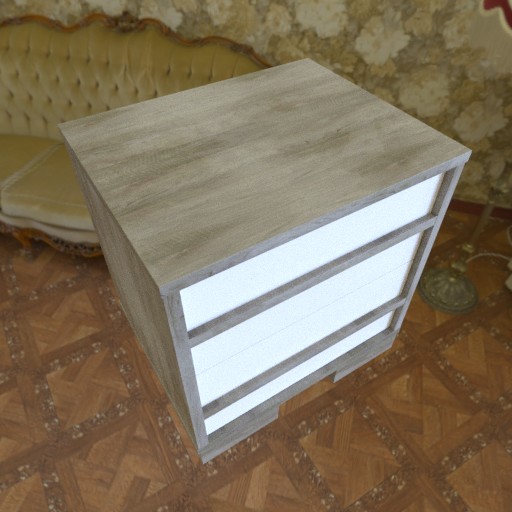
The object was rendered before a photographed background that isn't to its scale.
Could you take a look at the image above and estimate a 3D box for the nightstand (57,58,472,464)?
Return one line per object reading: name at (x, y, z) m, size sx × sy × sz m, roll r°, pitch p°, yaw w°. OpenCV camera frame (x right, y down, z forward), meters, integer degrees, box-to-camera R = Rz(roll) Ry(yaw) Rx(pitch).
nightstand at (0.000, 0.000, 0.742) m, size 0.427 × 0.448 × 0.347 m, roll -24°, pitch 50°, yaw -22°
